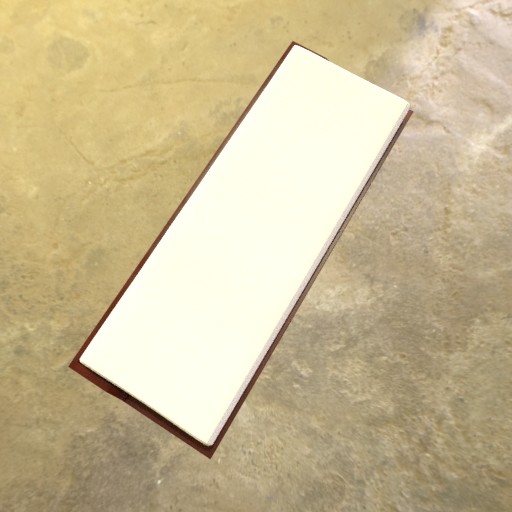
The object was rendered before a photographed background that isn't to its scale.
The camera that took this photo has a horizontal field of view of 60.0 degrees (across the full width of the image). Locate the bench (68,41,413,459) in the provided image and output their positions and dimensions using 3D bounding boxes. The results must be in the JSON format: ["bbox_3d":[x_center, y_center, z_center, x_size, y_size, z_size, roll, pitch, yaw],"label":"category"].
[{"bbox_3d":[0.000,0.000,1.333,0.369,0.646,0.987,30,78,7],"label":"bench"}]
